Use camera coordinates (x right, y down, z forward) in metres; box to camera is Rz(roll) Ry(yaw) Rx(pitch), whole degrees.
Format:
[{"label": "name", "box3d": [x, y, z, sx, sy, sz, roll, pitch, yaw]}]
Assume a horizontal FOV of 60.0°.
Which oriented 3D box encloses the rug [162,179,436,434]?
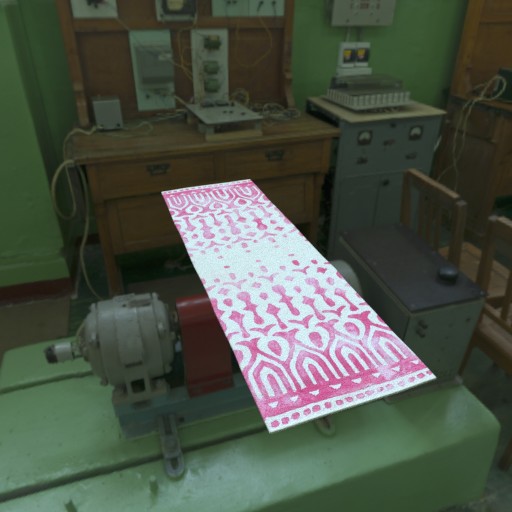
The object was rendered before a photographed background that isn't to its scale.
[{"label": "rug", "box3d": [0.000, 0.000, 2.759, 0.787, 0.011, 2.458, -10, 33, -17]}]
